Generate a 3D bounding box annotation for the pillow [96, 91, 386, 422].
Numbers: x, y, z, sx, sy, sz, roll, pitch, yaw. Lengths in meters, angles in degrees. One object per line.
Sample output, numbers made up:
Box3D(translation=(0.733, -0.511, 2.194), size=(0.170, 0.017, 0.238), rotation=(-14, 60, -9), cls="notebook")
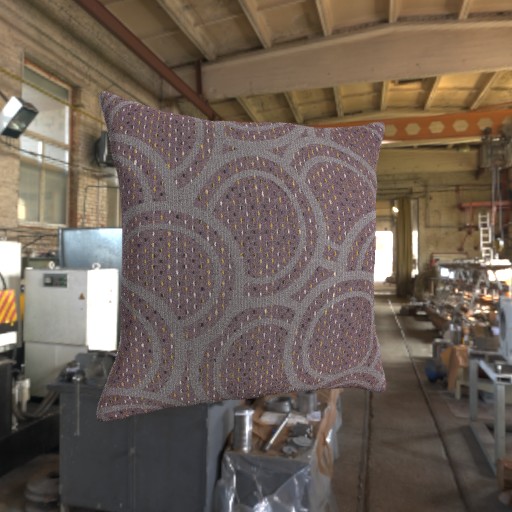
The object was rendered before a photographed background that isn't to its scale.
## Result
Box3D(translation=(0.000, 0.000, 0.763), size=(0.514, 0.513, 0.163), rotation=(0, -1, -18), cls="pillow")
